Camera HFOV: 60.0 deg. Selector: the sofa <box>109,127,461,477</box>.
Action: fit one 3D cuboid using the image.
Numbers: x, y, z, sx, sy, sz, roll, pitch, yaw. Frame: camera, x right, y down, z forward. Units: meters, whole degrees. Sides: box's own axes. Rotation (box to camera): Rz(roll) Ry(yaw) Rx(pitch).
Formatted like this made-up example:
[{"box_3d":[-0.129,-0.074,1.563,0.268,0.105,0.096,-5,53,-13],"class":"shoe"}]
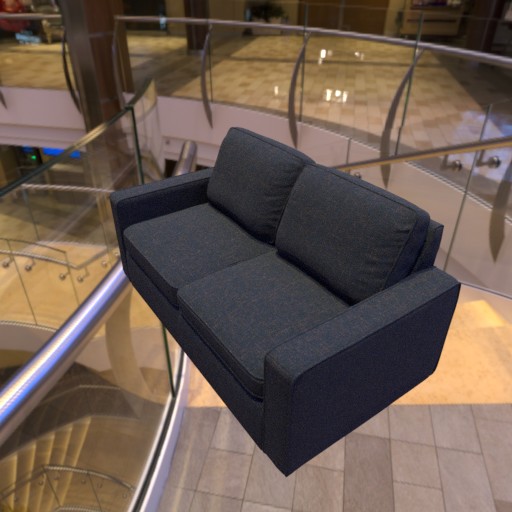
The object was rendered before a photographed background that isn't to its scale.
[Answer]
[{"box_3d":[0.000,0.000,2.270,0.947,0.918,1.709,-21,38,-29],"class":"sofa"}]
